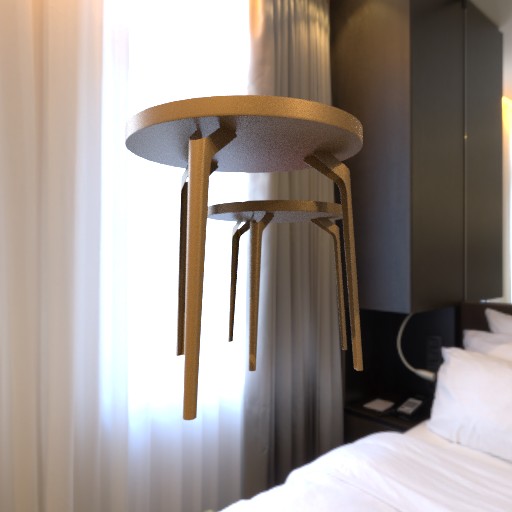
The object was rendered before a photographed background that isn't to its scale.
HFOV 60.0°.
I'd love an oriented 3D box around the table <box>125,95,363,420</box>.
[{"bbox_3d":[0.000,0.000,1.106,0.532,0.555,0.751,0,0,18],"label":"table"}]
